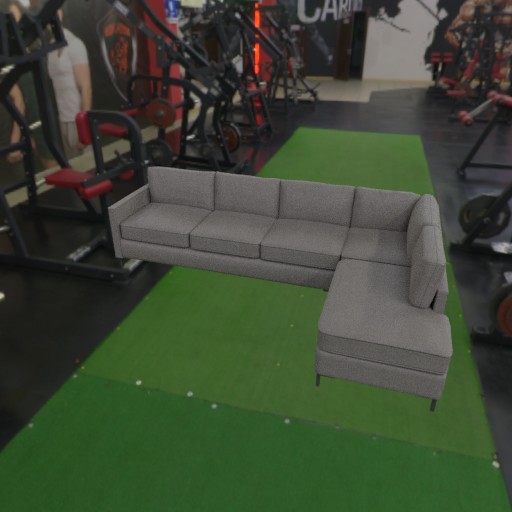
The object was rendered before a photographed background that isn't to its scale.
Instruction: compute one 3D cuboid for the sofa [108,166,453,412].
[{"bbox_3d":[0.000,0.000,4.183,3.331,0.964,2.077,8,29,16],"label":"sofa"}]
